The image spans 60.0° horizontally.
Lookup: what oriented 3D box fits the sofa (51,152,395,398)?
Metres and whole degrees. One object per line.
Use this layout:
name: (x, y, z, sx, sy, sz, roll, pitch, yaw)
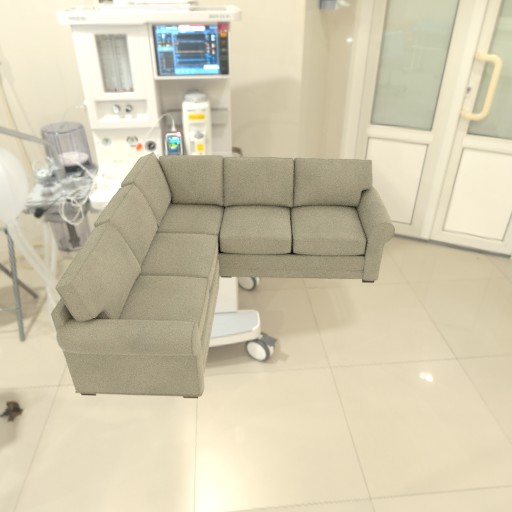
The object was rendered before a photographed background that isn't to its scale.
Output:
sofa: (0.000, 0.000, 3.909, 2.562, 1.053, 2.487, 1, 33, 2)
